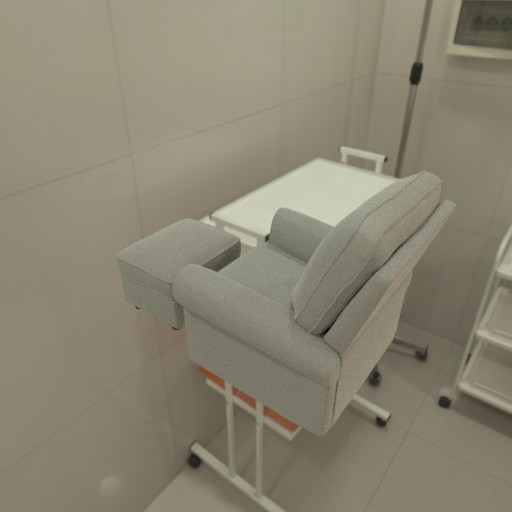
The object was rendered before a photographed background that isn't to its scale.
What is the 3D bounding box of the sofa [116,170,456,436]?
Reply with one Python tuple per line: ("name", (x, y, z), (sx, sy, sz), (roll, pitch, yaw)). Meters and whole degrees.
("sofa", (0.000, 0.000, 2.077), (1.478, 0.959, 0.880), (21, 38, 31))
